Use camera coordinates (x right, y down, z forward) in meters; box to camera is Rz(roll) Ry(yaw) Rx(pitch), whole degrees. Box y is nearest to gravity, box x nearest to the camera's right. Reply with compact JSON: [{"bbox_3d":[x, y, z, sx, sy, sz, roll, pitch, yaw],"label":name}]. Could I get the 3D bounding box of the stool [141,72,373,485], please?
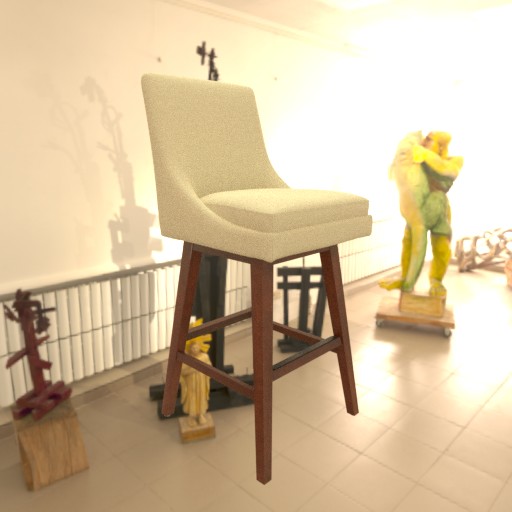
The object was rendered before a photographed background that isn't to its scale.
[{"bbox_3d":[0.000,0.000,1.391,0.559,1.097,0.470,12,18,43],"label":"stool"}]
